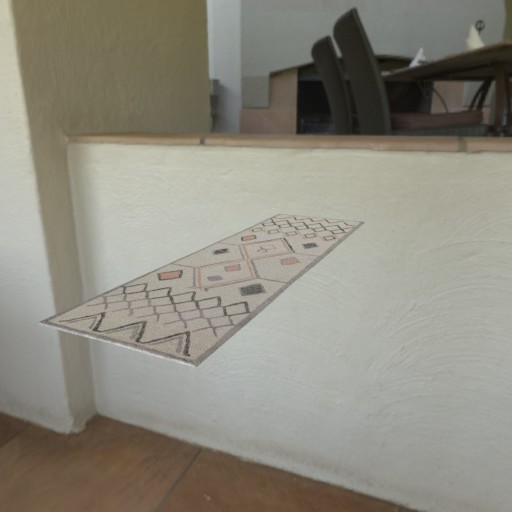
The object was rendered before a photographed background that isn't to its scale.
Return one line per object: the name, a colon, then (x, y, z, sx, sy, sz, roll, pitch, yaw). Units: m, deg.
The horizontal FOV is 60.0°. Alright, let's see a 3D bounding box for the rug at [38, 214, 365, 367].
rug: (0.000, 0.000, 2.655, 0.750, 0.011, 2.435, 8, 19, 25)
